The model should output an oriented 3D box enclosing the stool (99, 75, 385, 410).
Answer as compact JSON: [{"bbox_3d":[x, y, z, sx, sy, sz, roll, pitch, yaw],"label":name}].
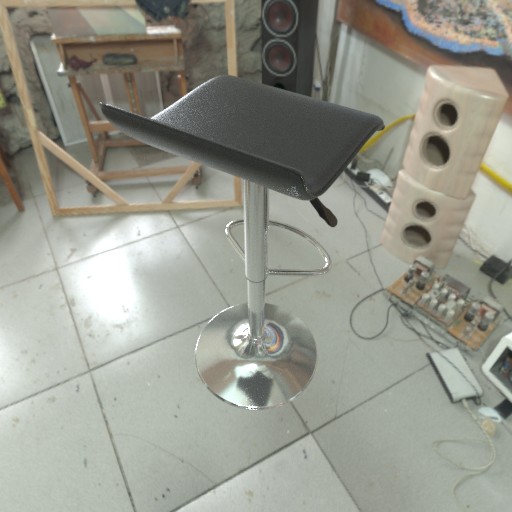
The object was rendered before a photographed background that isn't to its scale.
[{"bbox_3d":[0.000,0.000,1.063,0.381,0.851,0.381,24,51,21],"label":"stool"}]
